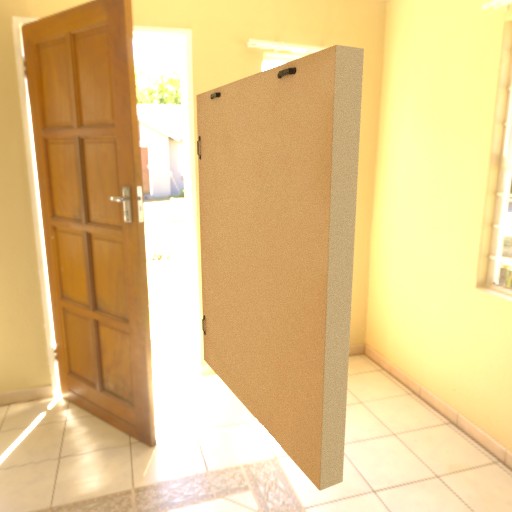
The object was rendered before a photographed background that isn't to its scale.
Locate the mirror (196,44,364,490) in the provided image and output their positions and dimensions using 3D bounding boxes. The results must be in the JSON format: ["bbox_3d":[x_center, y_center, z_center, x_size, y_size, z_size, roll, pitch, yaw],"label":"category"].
[{"bbox_3d":[0.000,0.000,0.672,0.041,0.508,0.405,-6,14,-26],"label":"mirror"}]
